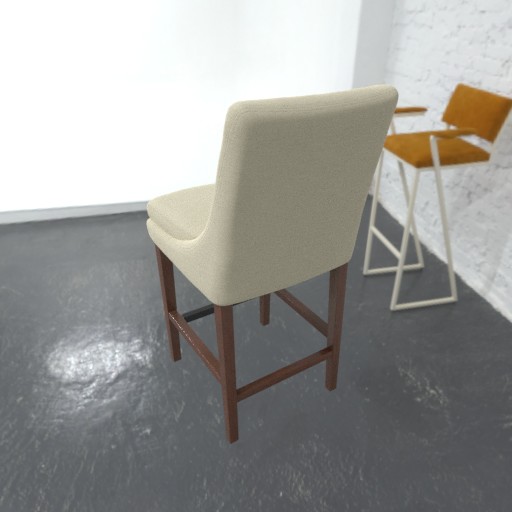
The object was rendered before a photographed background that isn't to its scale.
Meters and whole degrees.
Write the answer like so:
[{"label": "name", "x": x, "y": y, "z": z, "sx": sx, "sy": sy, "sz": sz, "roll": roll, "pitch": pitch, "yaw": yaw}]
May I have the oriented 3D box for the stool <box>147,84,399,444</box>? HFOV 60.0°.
[{"label": "stool", "x": 0.000, "y": 0.000, "z": 1.303, "sx": 0.470, "sy": 0.981, "sz": 0.577, "roll": -17, "pitch": 34, "yaw": -28}]
